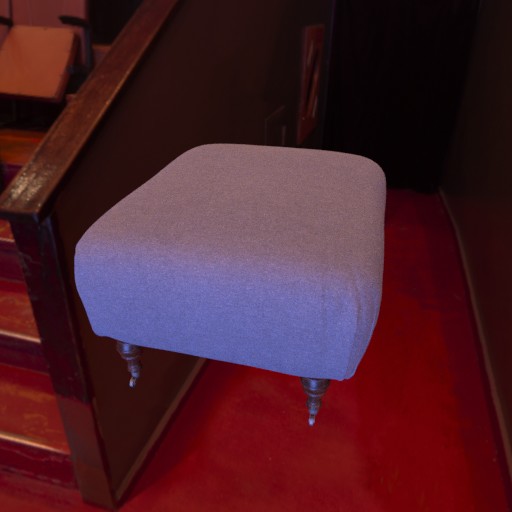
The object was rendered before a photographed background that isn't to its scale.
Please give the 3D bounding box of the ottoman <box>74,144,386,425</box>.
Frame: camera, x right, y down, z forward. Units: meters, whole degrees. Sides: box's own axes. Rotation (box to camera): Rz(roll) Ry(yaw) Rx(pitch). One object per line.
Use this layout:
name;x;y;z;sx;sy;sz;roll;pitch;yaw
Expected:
ottoman;0.000;0.000;1.167;0.622;0.450;0.747;8;31;13
